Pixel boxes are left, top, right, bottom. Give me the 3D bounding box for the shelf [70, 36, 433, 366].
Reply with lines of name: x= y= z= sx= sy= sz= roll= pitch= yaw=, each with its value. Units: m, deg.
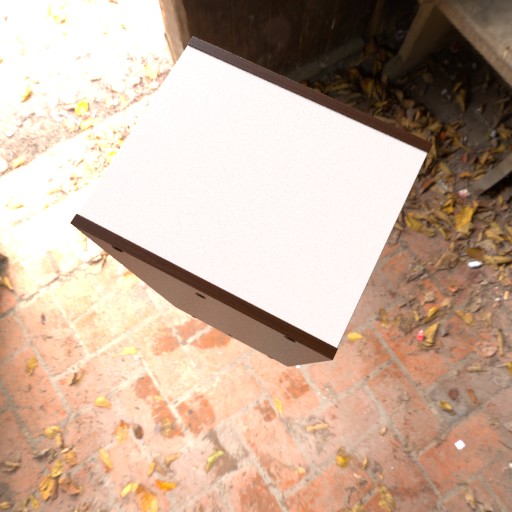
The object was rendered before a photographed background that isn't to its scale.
shelf: x=0.000 y=0.000 z=0.744 sx=0.290 sy=0.600 sz=0.253 roll=27 pitch=77 yaw=7
